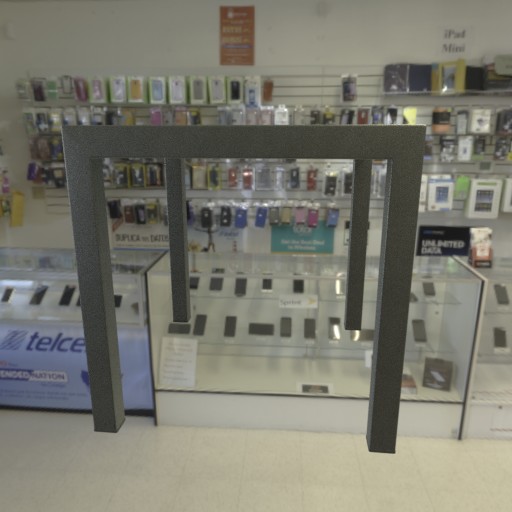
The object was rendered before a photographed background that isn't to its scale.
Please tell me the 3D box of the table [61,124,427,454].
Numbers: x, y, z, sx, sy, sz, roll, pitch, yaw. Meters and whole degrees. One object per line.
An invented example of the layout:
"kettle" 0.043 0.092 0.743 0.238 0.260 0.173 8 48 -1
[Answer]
"table" 0.000 0.000 0.915 0.508 0.508 0.508 2 15 6
